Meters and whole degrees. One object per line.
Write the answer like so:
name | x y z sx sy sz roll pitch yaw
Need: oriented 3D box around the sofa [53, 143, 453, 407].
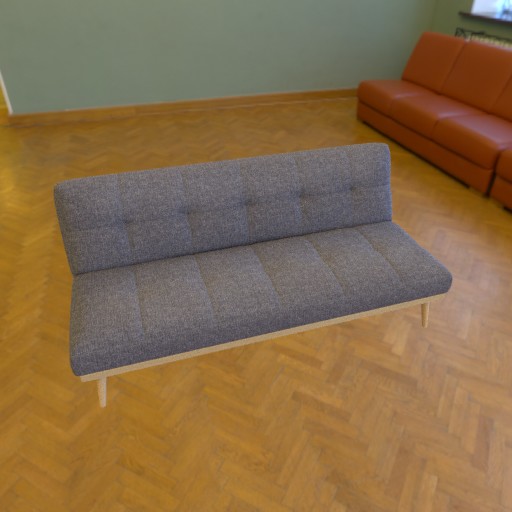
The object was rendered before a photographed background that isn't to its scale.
sofa | 0.000 0.000 2.253 1.820 0.770 0.820 -10 36 -14
